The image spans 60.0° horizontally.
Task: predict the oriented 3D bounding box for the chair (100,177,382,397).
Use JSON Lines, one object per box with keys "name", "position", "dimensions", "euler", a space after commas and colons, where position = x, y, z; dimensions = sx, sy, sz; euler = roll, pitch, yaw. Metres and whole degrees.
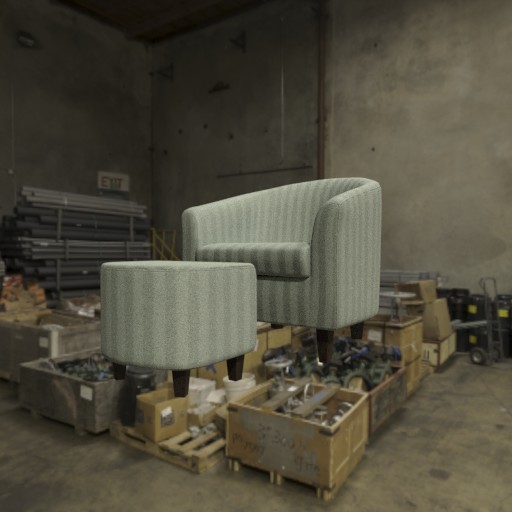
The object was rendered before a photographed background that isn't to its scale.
{"name": "chair", "position": [0.000, 0.000, 1.738], "dimensions": [0.756, 0.757, 1.288], "euler": [1, 1, 36]}
